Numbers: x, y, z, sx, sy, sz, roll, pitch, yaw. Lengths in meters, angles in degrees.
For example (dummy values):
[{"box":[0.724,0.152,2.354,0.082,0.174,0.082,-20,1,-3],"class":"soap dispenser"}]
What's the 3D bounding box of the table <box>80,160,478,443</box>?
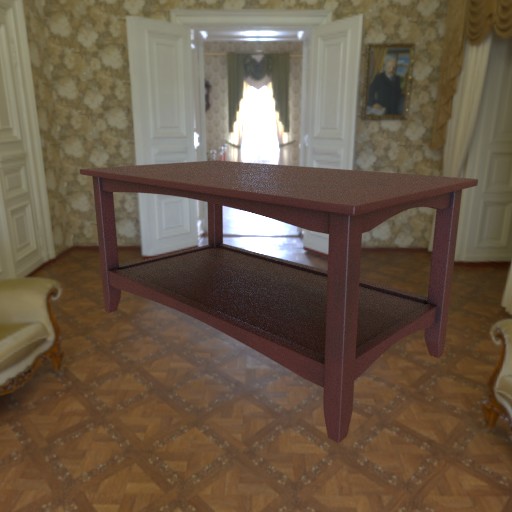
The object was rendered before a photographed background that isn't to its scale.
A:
[{"box":[0.000,0.000,1.238,0.943,0.456,0.533,15,22,42],"class":"table"}]
